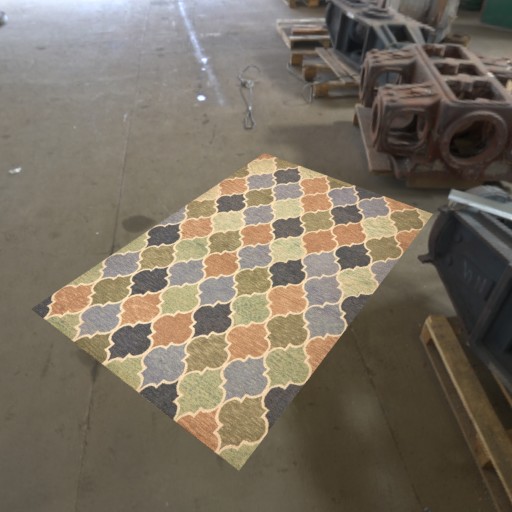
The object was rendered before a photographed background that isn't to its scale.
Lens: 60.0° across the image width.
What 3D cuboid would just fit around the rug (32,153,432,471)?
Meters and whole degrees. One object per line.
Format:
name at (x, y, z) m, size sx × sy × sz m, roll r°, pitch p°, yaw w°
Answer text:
rug at (0.000, 0.000, 2.319) m, size 1.216 × 0.006 × 1.828 m, roll 26°, pitch 48°, yaw 27°
